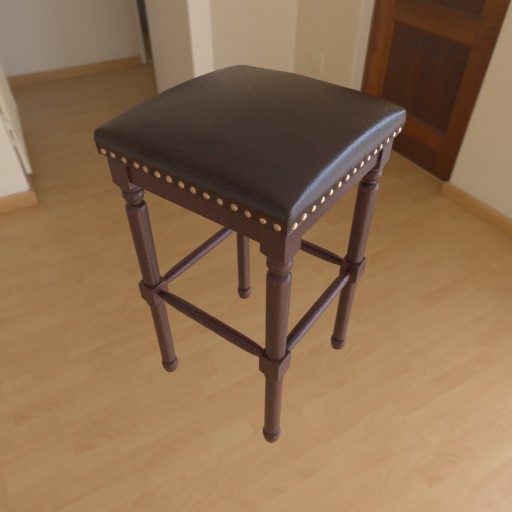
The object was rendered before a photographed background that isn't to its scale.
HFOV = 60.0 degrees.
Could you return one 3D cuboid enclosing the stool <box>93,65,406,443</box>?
[{"bbox_3d":[0.000,0.000,0.938,0.382,0.702,0.383,26,48,26],"label":"stool"}]
